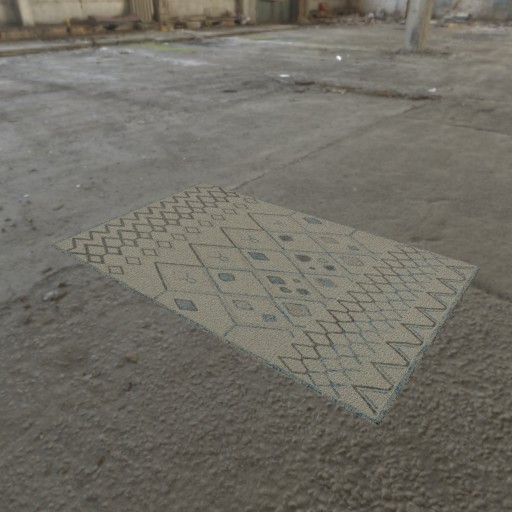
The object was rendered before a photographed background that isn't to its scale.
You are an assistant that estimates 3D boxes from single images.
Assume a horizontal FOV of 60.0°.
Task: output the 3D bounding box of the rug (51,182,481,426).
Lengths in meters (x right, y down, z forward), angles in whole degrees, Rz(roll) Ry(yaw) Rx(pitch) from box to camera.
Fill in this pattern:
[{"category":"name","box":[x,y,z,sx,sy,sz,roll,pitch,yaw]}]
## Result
[{"category":"rug","box":[0.000,0.000,2.944,2.439,0.015,1.524,22,37,32]}]
